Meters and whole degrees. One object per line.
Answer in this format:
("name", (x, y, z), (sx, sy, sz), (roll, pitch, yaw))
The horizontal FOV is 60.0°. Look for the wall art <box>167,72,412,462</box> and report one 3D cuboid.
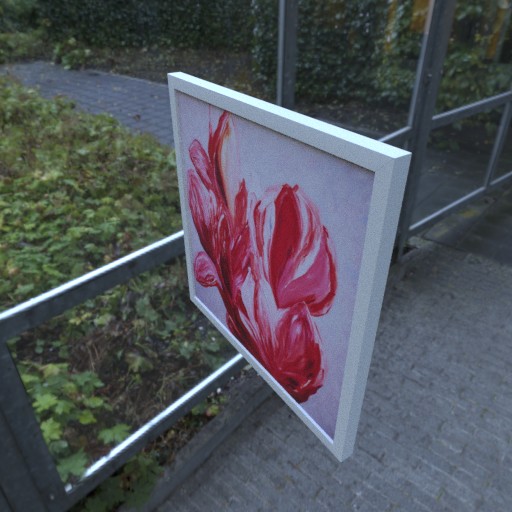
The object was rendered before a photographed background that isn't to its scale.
("wall art", (0.000, 0.000, 0.672), (0.023, 0.453, 0.455), (-21, 38, -29))
